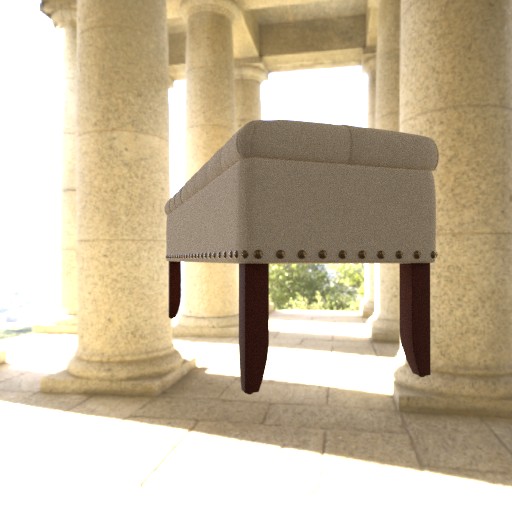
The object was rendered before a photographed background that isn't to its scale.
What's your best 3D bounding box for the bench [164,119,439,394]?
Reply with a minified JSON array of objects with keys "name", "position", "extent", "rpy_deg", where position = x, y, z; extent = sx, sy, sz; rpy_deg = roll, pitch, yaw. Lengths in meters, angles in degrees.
[{"name":"bench","position":[0.000,0.000,1.263],"extent":[0.400,0.470,1.054],"rpy_deg":[0,0,-18]}]
